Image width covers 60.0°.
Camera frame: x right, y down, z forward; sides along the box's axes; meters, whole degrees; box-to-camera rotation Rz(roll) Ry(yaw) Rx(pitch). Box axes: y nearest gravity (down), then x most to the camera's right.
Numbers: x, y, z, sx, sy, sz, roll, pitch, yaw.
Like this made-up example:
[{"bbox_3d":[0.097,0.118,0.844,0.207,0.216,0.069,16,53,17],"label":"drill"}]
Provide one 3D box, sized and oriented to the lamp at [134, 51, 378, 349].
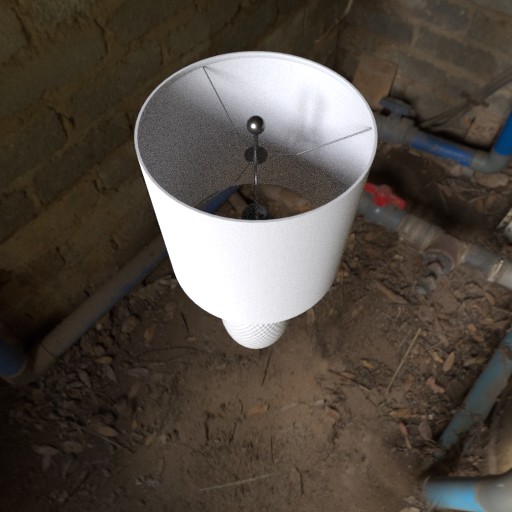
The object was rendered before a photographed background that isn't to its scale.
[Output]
[{"bbox_3d":[0.000,0.000,0.587,0.214,0.466,0.214,-1,59,0],"label":"lamp"}]
